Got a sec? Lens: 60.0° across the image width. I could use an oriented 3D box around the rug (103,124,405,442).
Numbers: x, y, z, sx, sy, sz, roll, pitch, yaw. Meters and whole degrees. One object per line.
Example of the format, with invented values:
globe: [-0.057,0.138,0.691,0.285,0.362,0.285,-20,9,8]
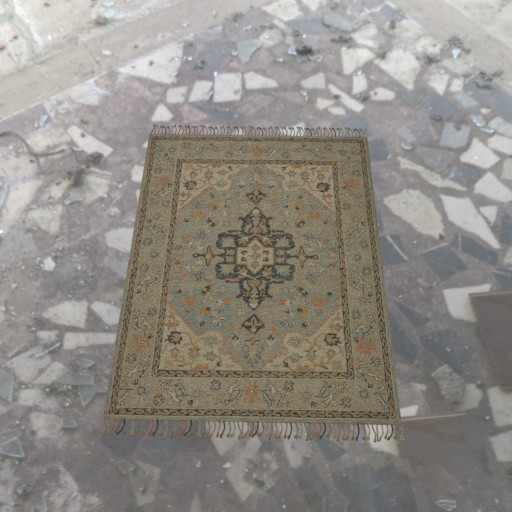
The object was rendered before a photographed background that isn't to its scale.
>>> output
rug: [0.000,0.000,3.451,1.971,0.010,2.651,1,63,0]
